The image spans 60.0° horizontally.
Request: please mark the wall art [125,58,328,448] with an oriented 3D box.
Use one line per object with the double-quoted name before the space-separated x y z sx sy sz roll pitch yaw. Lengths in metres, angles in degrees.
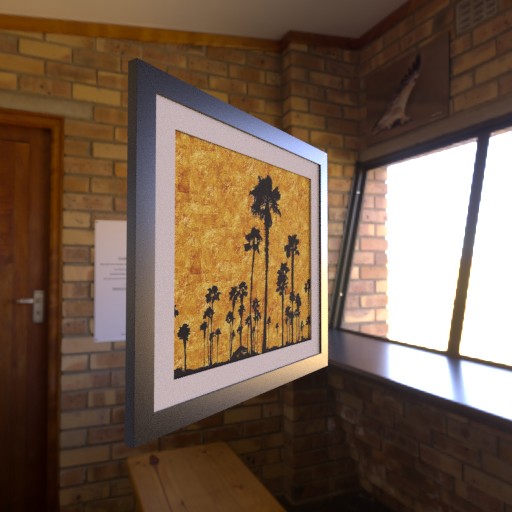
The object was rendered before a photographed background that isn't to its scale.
"wall art" 0.000 0.000 0.537 0.012 0.332 0.383 -1 -2 34
